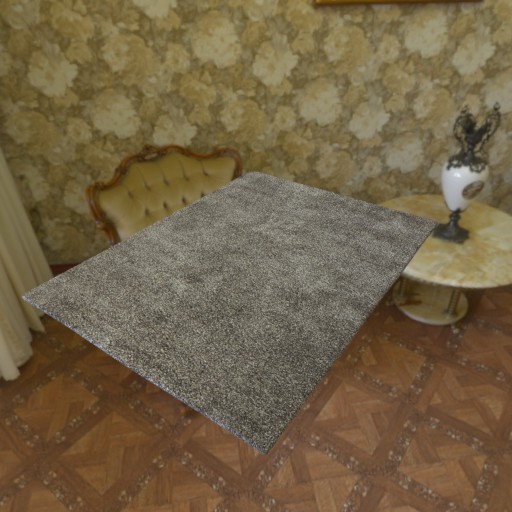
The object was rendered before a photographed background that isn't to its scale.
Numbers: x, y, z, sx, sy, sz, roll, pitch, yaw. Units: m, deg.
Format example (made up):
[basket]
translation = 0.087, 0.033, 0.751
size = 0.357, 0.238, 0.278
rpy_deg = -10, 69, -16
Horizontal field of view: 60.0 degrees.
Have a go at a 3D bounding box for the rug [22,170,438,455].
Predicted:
[rug]
translation = 0.000, 0.000, 2.058
size = 1.198, 0.025, 1.601
rpy_deg = 21, 39, 29
